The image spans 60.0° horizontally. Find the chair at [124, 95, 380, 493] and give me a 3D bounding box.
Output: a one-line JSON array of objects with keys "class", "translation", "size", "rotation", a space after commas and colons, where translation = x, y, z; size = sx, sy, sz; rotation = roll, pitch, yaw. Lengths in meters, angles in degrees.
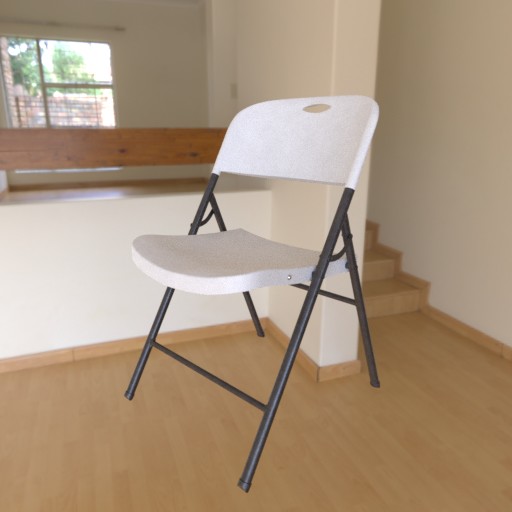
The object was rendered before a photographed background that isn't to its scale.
[{"class": "chair", "translation": [0.000, 0.000, 1.159], "size": [0.494, 0.810, 0.566], "rotation": [15, 22, 42]}]
